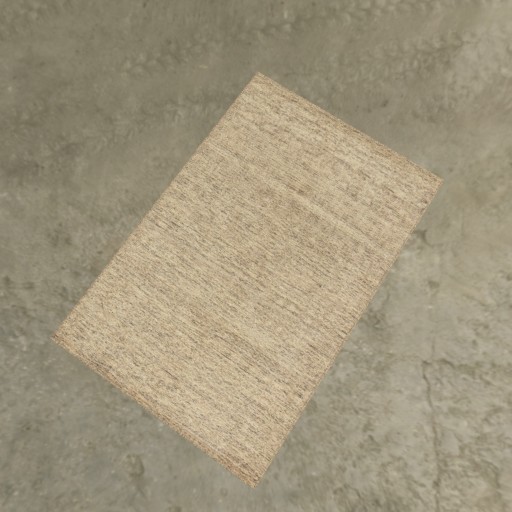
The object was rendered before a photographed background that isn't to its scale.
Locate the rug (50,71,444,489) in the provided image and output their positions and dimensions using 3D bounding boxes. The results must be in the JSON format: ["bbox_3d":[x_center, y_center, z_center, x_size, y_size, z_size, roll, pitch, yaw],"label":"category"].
[{"bbox_3d":[0.000,0.000,2.278,1.211,0.018,1.822,33,78,8],"label":"rug"}]
